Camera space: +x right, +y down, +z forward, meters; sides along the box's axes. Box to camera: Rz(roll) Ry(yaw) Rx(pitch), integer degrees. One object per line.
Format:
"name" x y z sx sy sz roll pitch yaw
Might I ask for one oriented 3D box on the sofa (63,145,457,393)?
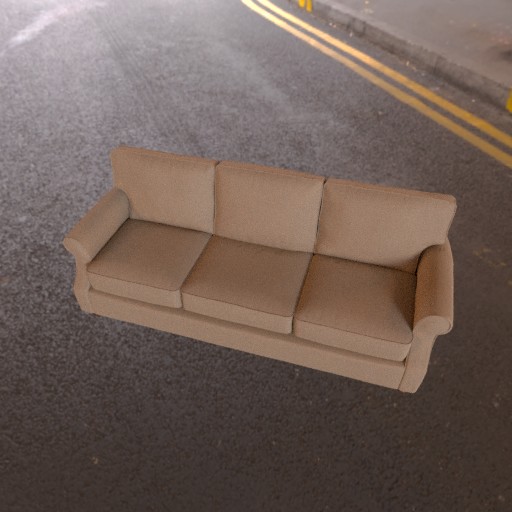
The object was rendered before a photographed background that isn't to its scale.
"sofa" 0.000 0.000 2.848 2.354 0.948 0.966 11 42 13
